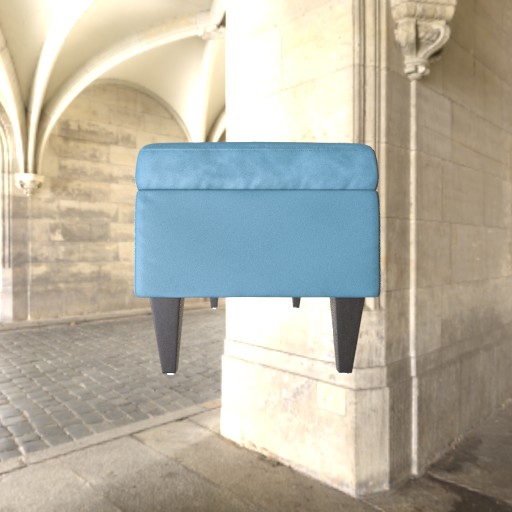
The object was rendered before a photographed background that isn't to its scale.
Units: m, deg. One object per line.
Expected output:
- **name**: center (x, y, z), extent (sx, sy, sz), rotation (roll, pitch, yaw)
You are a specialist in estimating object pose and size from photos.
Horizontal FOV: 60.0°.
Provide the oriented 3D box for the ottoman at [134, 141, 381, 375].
- **ottoman**: center (0.000, 0.000, 1.417), extent (0.482, 0.469, 1.151), rotation (0, 1, 0)
